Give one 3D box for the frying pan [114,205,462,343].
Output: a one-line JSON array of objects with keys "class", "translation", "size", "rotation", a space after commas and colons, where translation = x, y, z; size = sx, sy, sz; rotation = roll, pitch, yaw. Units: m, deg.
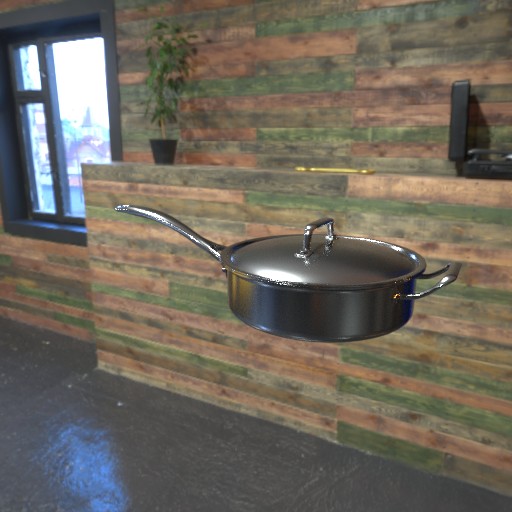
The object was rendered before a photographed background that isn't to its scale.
[{"class": "frying pan", "translation": [0.000, 0.000, 0.587], "size": [0.492, 0.111, 0.245], "rotation": [8, 16, 28]}]
